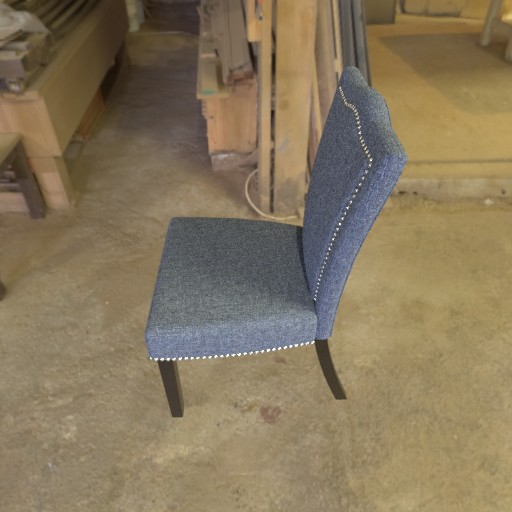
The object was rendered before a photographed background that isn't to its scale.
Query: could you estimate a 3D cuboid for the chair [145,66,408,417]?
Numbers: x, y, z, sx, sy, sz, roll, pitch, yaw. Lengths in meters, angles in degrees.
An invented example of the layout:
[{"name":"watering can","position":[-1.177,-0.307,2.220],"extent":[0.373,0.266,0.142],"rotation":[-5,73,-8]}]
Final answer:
[{"name":"chair","position":[0.000,0.000,1.281],"extent":[0.589,0.946,0.518],"rotation":[-1,41,-1]}]
